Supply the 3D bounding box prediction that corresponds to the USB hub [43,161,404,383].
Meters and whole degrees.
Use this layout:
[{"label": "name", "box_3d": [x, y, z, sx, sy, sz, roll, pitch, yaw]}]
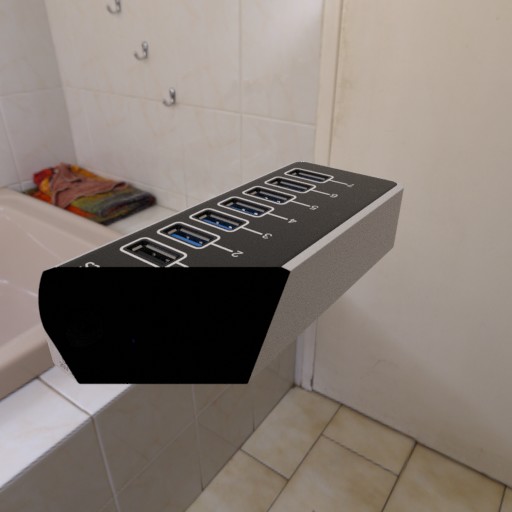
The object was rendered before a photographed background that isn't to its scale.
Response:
[{"label": "USB hub", "box_3d": [0.000, 0.000, 0.128, 0.044, 0.023, 0.110, 21, 36, 32]}]
